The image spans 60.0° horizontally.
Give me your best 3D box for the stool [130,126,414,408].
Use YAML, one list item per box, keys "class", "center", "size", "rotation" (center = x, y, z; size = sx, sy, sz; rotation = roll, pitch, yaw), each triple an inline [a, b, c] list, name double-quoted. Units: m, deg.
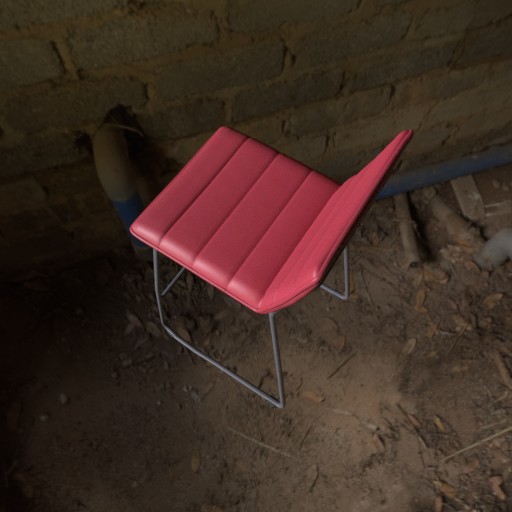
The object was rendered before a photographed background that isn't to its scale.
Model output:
- class: "stool"
  center: [0.000, 0.000, 1.237]
  size: [0.524, 0.937, 0.489]
  rotation: [30, 66, 15]
